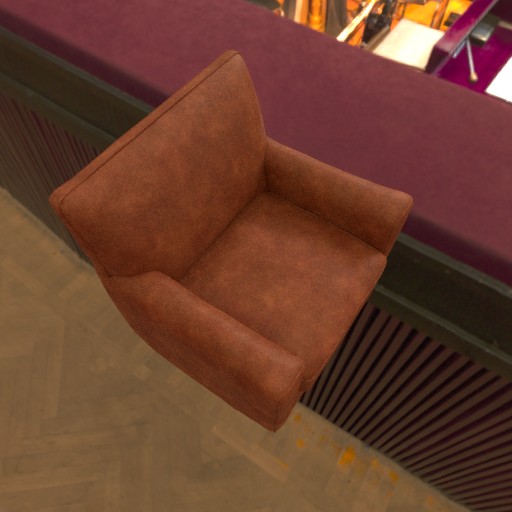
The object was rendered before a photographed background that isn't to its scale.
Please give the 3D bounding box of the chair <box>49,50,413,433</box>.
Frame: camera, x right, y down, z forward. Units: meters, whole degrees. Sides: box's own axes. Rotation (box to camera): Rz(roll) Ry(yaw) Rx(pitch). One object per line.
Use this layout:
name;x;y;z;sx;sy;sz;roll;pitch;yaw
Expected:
chair;0.000;0.000;1.617;0.823;0.943;0.870;31;63;18
